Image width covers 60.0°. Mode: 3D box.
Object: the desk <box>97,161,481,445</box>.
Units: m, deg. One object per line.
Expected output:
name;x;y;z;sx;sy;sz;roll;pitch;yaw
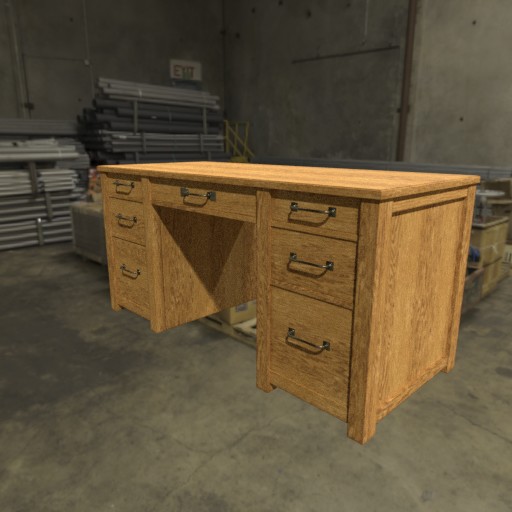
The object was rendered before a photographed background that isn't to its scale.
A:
desk;0.000;0.000;1.967;0.685;0.751;1.567;-14;20;-43
